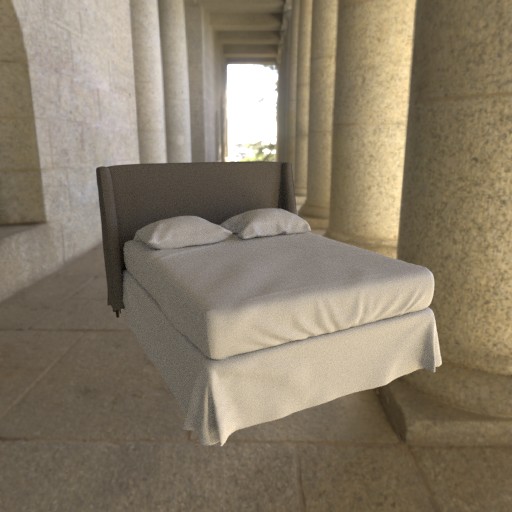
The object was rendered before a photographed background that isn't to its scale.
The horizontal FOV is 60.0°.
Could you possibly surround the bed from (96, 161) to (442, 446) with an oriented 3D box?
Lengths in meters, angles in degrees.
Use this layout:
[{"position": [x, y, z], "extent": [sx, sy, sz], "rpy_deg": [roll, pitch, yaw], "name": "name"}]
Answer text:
[{"position": [0.000, 0.000, 3.418], "extent": [1.925, 1.332, 2.276], "rpy_deg": [-8, 16, -27], "name": "bed"}]
